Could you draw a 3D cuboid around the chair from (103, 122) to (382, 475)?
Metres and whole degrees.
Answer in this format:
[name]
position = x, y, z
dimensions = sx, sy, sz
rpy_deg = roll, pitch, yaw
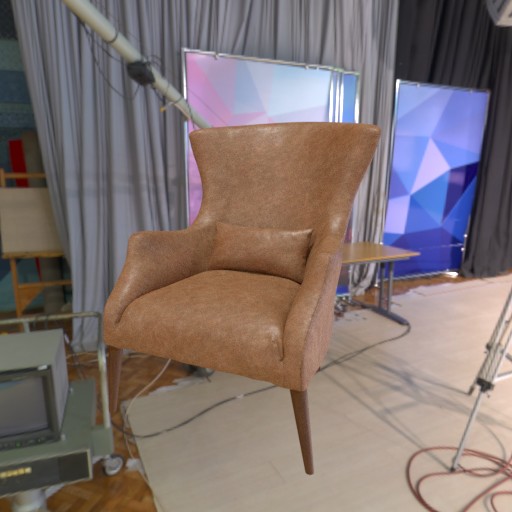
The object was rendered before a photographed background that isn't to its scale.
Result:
[chair]
position = 0.000, 0.000, 1.757
dimensions = 0.846, 1.067, 0.955
rpy_deg = 6, 15, 25
